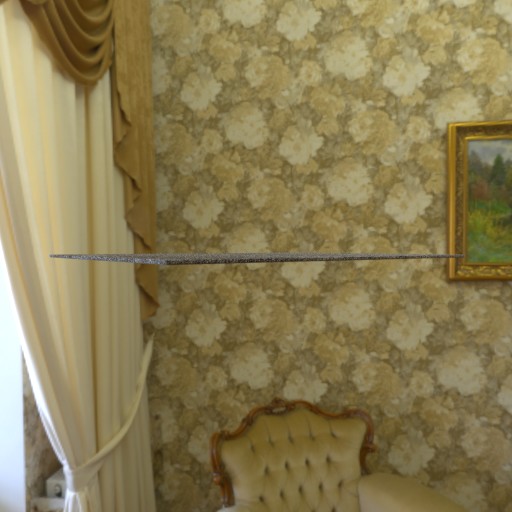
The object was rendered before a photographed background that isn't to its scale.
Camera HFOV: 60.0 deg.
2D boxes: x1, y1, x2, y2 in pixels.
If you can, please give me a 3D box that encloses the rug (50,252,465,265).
[{"bbox_3d":[0.000,0.000,4.085,3.000,0.025,2.401,-1,1,-38],"label":"rug"}]
